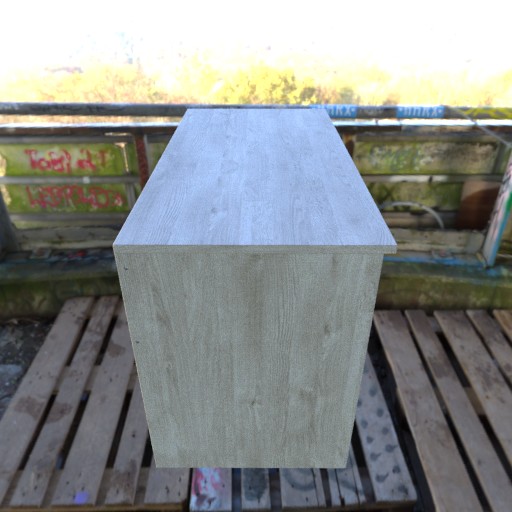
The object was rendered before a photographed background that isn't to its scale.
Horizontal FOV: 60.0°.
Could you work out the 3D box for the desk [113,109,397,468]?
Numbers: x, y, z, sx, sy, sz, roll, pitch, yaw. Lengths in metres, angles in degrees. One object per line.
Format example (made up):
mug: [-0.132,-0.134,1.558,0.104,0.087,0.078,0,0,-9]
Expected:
desk: [0.000,0.000,1.530,0.560,0.730,1.100,0,32,0]
